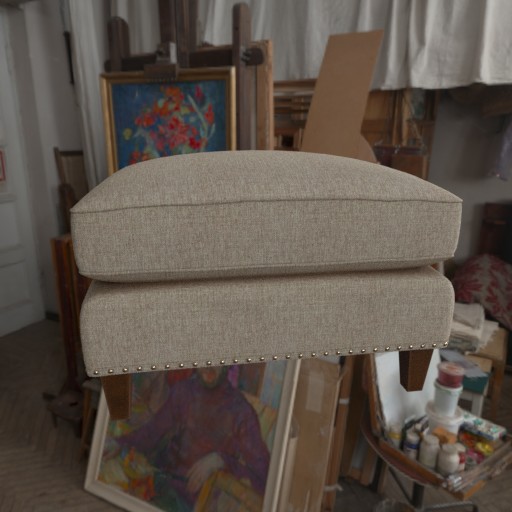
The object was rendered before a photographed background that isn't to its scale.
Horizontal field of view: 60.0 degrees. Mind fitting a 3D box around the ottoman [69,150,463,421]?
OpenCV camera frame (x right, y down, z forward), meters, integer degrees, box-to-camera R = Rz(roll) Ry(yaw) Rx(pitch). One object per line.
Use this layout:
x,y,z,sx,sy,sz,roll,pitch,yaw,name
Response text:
0.000,0.000,1.112,0.741,0.513,0.584,-3,16,-9,ottoman
